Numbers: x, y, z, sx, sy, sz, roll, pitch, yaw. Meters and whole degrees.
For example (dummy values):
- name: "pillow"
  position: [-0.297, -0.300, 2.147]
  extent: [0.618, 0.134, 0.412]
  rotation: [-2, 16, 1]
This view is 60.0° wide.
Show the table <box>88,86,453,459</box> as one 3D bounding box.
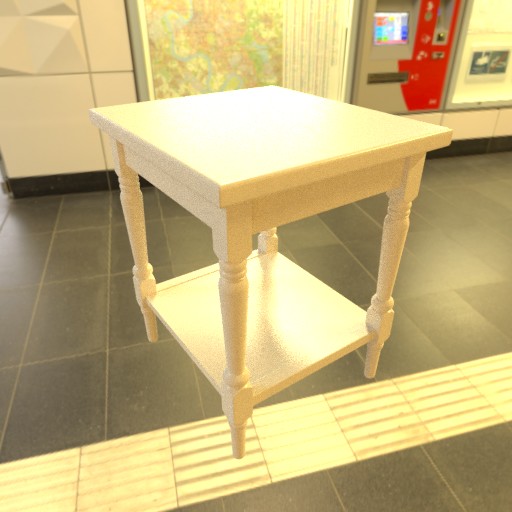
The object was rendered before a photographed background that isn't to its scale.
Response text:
- name: "table"
  position: [0.000, 0.000, 0.923]
  extent: [0.442, 0.565, 0.488]
  rotation: [-20, 36, -30]
